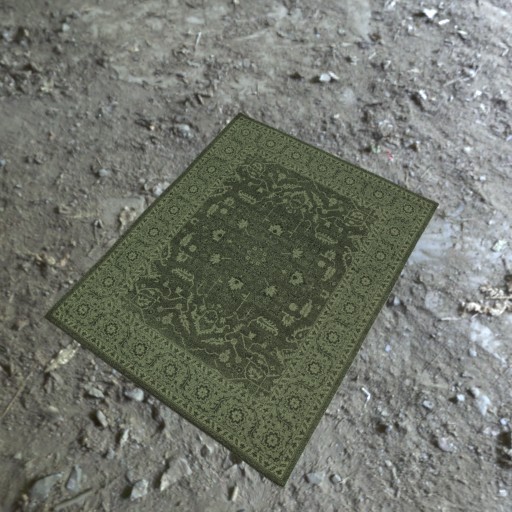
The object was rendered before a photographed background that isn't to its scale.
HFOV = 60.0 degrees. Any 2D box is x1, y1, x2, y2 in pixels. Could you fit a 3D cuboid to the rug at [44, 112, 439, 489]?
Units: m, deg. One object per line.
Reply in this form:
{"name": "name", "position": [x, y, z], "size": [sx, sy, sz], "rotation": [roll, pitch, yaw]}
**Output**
{"name": "rug", "position": [0.000, 0.000, 4.174], "size": [2.451, 0.026, 3.069], "rotation": [29, 64, 16]}
